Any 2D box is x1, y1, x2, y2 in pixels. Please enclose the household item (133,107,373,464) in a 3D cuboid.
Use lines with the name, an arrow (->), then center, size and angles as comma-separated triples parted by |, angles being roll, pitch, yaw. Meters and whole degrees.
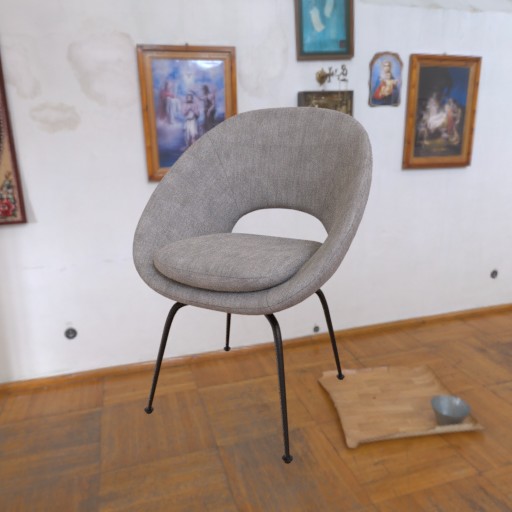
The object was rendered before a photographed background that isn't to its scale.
household item -> 0.000, 0.000, 1.314 | 0.643, 0.869, 0.587 | 8, 17, 27
